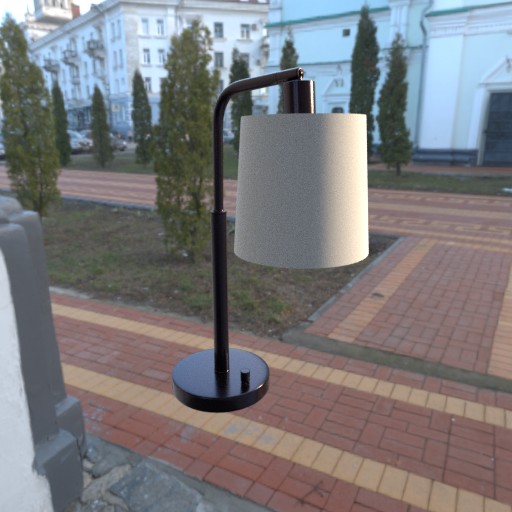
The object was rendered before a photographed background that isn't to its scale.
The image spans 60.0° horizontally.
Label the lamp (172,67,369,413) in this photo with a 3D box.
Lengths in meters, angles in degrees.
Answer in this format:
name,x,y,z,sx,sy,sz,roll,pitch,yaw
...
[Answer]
name,x,y,z,sx,sy,sz,roll,pitch,yaw
lamp,0.000,0.000,0.635,0.333,0.489,0.171,15,22,43
